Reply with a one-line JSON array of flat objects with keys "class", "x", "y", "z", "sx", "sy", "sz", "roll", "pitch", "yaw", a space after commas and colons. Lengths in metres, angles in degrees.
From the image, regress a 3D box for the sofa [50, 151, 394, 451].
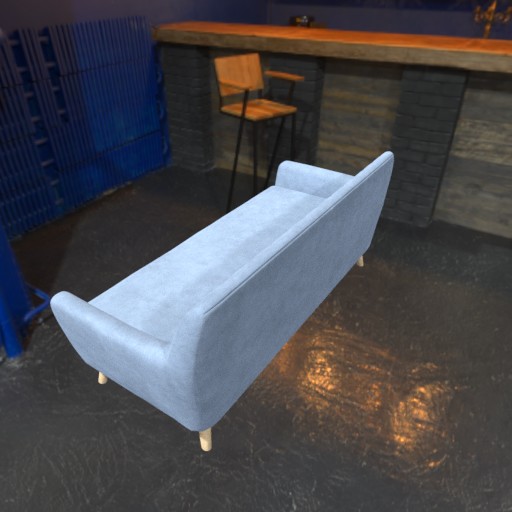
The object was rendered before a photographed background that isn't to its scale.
[{"class": "sofa", "x": 0.000, "y": 0.000, "z": 2.432, "sx": 0.830, "sy": 0.830, "sz": 1.970, "roll": 20, "pitch": 37, "yaw": 28}]
